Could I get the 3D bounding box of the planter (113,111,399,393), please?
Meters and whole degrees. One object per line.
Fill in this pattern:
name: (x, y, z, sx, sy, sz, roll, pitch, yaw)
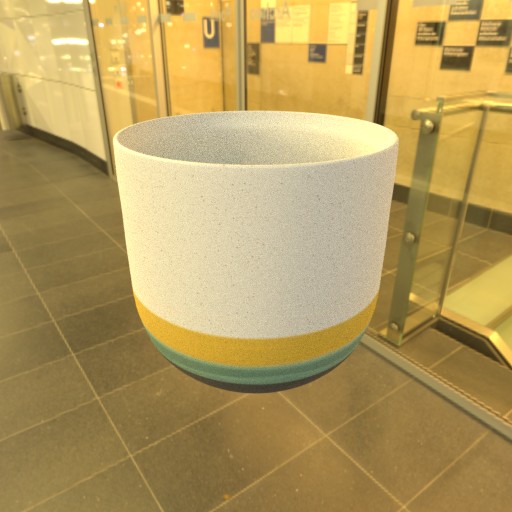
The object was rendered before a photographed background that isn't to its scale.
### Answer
planter: (0.000, 0.000, 0.487, 0.268, 0.270, 0.268, 0, 26, 0)
